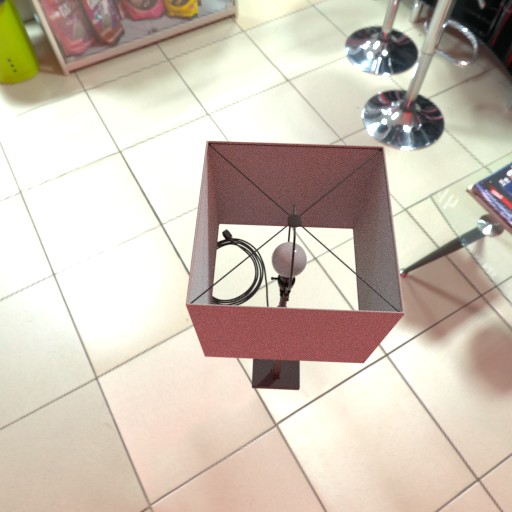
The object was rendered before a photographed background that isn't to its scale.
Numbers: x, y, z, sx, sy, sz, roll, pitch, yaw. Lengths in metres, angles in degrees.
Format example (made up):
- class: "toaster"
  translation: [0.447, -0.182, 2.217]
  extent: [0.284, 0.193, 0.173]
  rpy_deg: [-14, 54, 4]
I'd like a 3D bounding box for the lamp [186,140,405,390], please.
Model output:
- class: "lamp"
  translation: [0.000, 0.000, 0.974]
  extent: [0.399, 0.660, 0.504]
  rpy_deg: [2, 62, 1]
